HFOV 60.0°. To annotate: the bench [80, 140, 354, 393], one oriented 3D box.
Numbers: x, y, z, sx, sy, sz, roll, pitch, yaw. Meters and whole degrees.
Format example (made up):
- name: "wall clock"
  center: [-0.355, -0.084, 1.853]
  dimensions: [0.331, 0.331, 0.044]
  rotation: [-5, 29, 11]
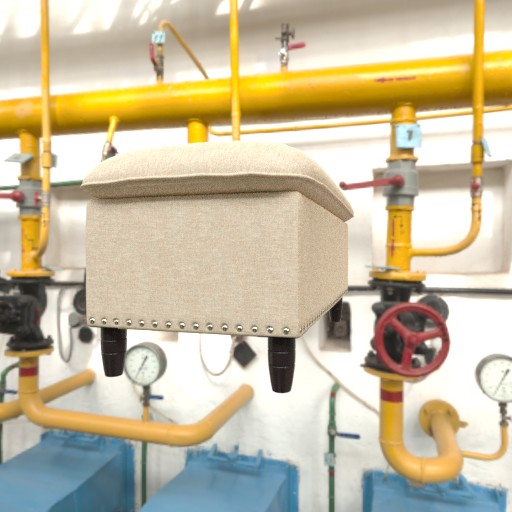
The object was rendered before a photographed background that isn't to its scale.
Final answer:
- name: "bench"
  center: [0.000, 0.000, 1.263]
  dimensions: [0.483, 0.483, 0.991]
  rotation: [0, 1, 17]
